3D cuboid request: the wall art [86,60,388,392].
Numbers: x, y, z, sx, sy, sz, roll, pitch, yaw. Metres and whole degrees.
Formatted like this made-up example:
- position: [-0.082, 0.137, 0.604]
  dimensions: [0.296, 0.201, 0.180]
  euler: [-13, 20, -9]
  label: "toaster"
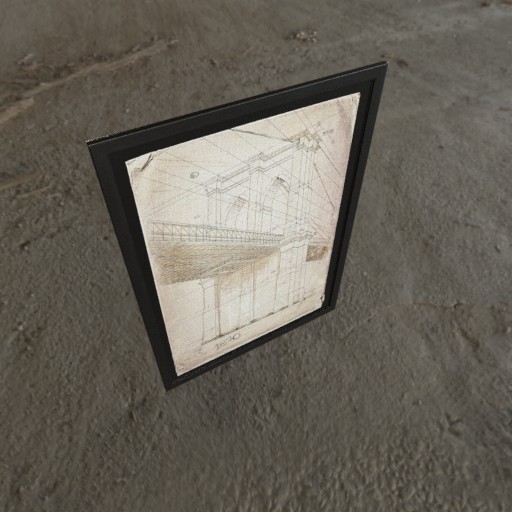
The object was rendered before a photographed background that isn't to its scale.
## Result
- position: [0.000, 0.000, 1.277]
  dimensions: [0.707, 0.967, 0.013]
  euler: [-22, 51, -20]
  label: "wall art"
